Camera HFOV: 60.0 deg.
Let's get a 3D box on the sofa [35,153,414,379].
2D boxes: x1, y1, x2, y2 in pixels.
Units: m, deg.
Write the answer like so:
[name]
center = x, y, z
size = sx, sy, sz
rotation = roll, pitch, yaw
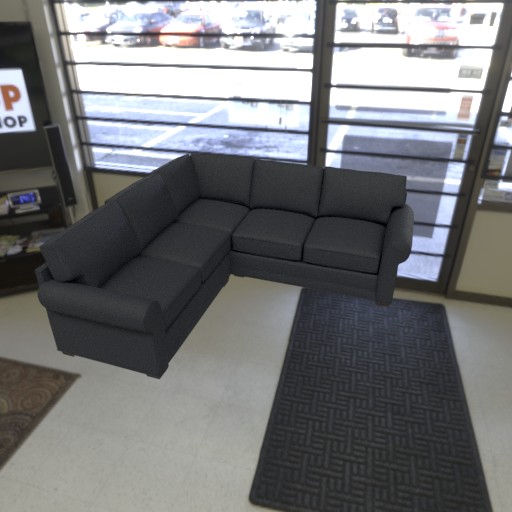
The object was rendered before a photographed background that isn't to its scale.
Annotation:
[sofa]
center = 0.000, 0.000, 3.879
size = 2.562, 1.042, 2.487
rotation = 9, 31, 16
